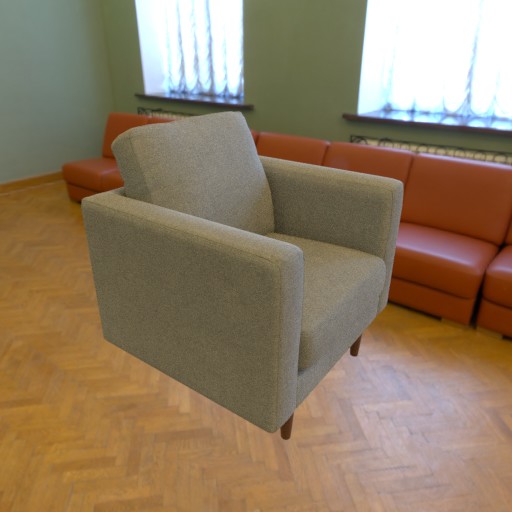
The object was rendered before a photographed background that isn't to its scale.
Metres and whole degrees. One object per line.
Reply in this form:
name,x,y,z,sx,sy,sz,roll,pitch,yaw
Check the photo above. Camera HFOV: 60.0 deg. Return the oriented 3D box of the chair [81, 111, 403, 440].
chair,0.000,0.000,1.604,0.800,0.927,0.855,17,30,32
